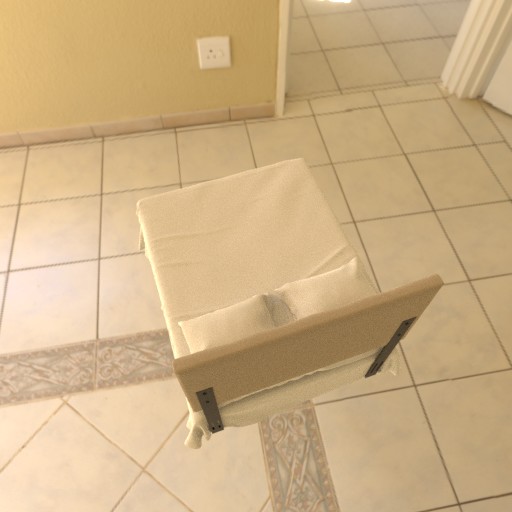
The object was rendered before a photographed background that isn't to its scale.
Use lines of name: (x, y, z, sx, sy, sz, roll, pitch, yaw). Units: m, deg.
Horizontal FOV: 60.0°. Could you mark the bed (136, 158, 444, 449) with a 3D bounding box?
bed: (0.000, 0.000, 3.615, 1.936, 1.577, 2.222, -16, 59, -10)
